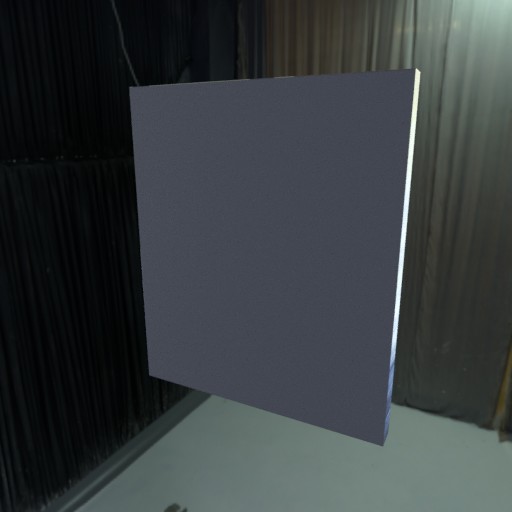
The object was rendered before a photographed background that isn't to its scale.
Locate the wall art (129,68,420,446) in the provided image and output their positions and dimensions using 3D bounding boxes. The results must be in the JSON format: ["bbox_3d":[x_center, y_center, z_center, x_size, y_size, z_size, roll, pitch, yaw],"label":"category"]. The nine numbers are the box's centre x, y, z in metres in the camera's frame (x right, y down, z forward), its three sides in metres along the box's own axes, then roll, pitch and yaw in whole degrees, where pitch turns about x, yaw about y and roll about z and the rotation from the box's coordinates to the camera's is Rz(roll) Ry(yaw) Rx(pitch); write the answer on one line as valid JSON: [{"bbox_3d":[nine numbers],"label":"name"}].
[{"bbox_3d":[0.000,0.000,0.690,0.435,0.511,0.037,8,17,26],"label":"wall art"}]
